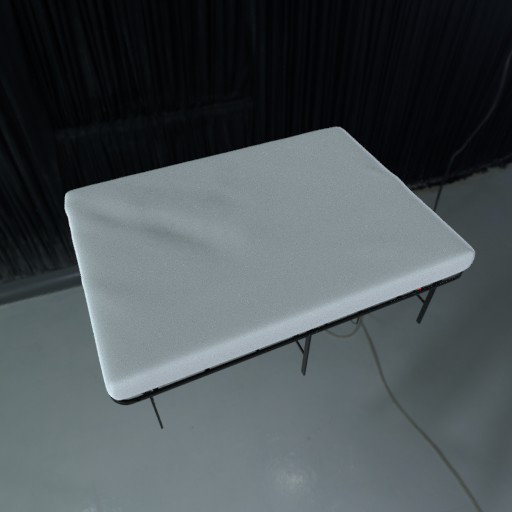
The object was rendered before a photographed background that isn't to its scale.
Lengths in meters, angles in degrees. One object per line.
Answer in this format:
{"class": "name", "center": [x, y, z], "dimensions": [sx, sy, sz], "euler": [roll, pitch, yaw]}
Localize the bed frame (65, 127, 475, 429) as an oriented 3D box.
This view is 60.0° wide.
{"class": "bed frame", "center": [0.000, 0.000, 2.624], "dimensions": [1.905, 0.637, 1.372], "euler": [-18, 49, -16]}
